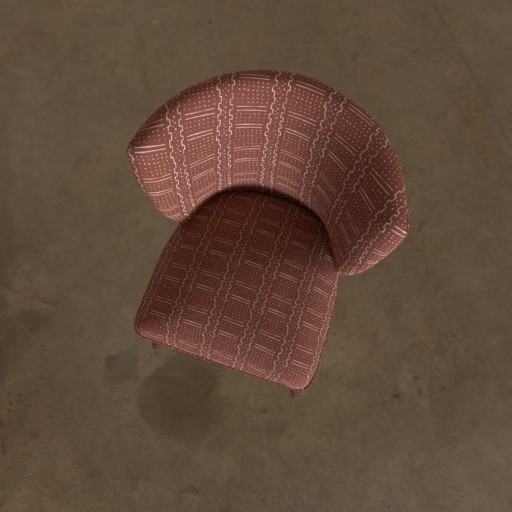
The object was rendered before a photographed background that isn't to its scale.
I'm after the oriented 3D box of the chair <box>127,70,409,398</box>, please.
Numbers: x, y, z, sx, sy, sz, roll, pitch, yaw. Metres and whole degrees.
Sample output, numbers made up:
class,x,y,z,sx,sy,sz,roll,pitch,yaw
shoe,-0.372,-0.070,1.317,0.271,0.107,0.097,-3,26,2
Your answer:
class,x,y,z,sx,sy,sz,roll,pitch,yaw
chair,0.000,0.000,1.425,0.706,0.866,0.758,18,75,5
